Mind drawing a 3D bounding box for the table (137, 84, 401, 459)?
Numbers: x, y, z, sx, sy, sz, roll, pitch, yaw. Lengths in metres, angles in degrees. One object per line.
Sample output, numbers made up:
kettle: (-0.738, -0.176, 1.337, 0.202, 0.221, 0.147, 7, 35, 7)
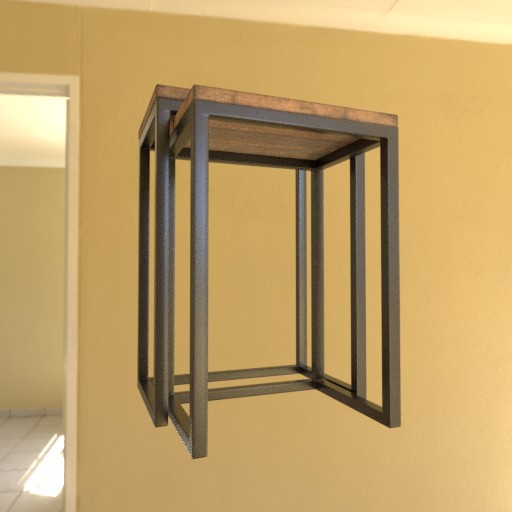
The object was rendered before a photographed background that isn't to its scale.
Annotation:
table: (0.000, 0.000, 0.936, 0.456, 0.615, 0.460, 1, -2, -19)
